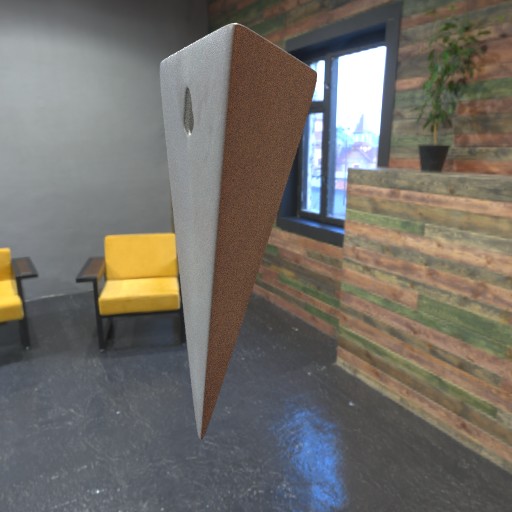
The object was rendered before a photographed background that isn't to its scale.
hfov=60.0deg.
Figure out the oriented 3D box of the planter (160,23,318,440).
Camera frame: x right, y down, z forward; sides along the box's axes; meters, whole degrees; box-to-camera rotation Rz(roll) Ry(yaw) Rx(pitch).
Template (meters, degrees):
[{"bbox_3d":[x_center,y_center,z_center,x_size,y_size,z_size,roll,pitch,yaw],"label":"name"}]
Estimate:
[{"bbox_3d":[0.000,0.000,0.153,0.047,0.130,0.058,-7,16,-28],"label":"planter"}]
